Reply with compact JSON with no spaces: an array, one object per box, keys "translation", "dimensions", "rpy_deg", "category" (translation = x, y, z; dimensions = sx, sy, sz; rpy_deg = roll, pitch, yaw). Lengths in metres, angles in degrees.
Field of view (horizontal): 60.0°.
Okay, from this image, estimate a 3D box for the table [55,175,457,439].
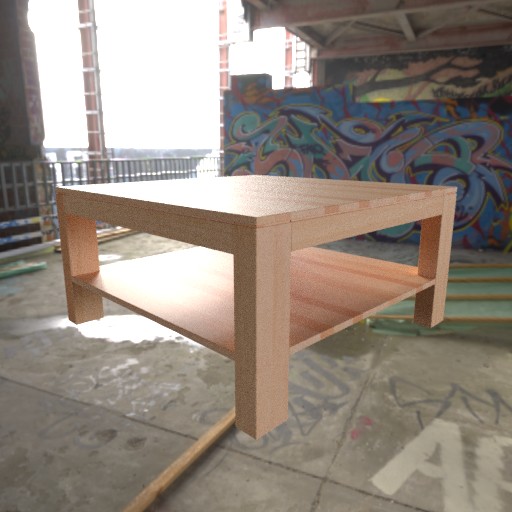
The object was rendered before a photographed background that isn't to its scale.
[{"translation":[0.000,0.000,1.453],"dimensions":[0.900,0.450,0.900],"rpy_deg":[13,19,43],"category":"table"}]
